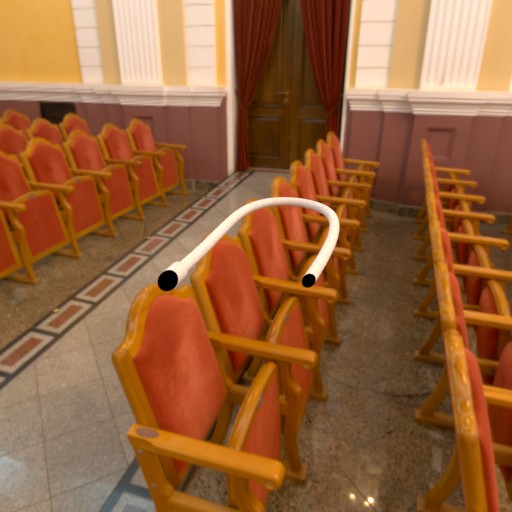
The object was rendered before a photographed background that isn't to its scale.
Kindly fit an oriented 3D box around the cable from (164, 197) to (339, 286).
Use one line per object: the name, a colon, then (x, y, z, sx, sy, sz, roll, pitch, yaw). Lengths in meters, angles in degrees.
cable: (0.000, 0.000, 0.112, 0.040, 0.006, 0.098, 8, 25, 16)
